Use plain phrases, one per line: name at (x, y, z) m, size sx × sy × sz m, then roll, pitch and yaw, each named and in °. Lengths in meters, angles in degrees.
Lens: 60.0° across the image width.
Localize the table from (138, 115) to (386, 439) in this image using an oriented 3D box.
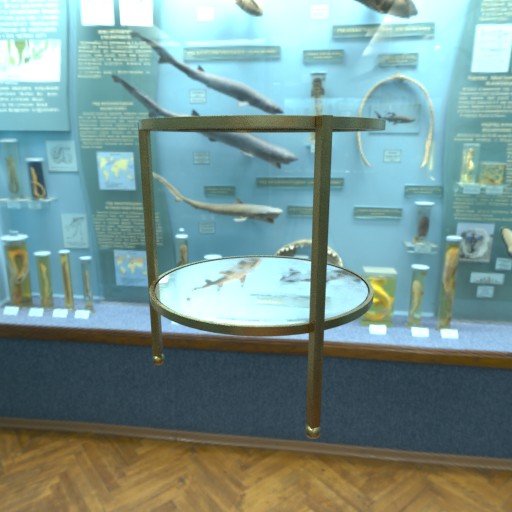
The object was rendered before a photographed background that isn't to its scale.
table at (0.000, 0.000, 0.464) m, size 0.243 × 0.269 × 0.231 m, roll 2°, pitch 15°, yaw 8°
